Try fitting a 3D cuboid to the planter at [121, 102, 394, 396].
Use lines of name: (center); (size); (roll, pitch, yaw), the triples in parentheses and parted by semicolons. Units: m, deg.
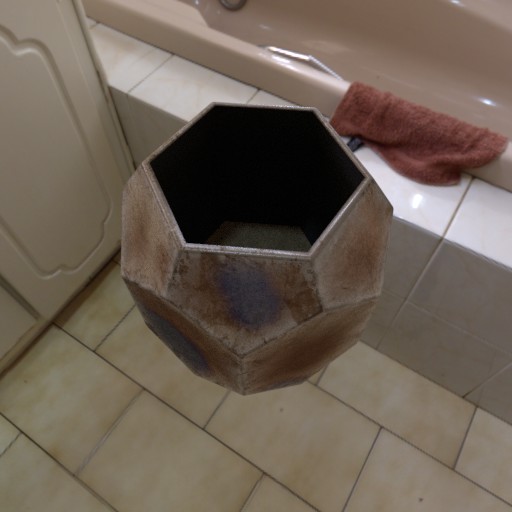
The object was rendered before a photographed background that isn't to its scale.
planter: (0.000, 0.000, 0.432); (0.243, 0.238, 0.221); (31, 62, 18)
